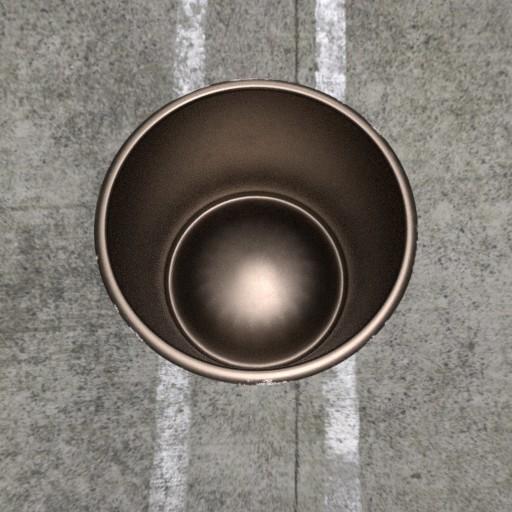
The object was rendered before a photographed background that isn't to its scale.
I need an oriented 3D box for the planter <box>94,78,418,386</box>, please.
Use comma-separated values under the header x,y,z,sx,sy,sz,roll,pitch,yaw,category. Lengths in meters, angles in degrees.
x,y,z,sx,sy,sz,roll,pitch,yaw,category
0.000,0.000,0.391,0.221,0.201,0.221,0,75,0,planter
